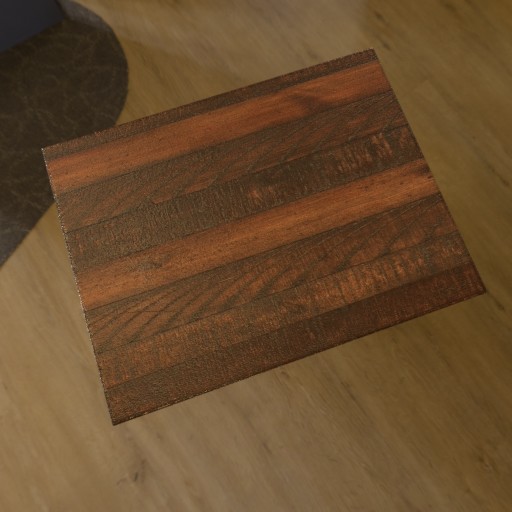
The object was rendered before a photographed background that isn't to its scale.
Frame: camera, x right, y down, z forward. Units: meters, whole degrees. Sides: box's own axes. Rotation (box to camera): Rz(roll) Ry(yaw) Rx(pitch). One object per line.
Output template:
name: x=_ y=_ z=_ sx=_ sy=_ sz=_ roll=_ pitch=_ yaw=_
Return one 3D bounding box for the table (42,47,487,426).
table: x=0.000 y=0.000 z=1.105 sx=0.678 sy=0.612 sz=0.524 roll=-19 pitch=78 yaw=-4
